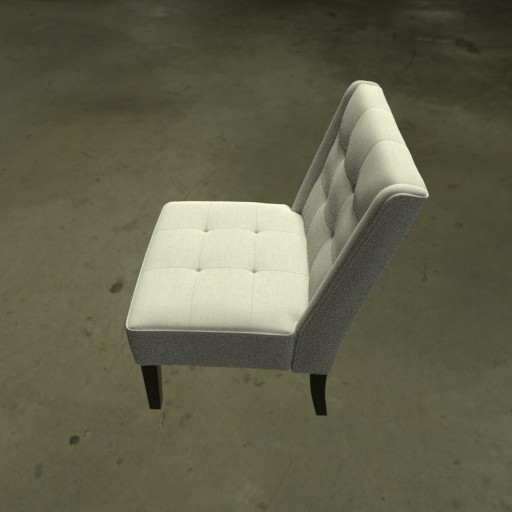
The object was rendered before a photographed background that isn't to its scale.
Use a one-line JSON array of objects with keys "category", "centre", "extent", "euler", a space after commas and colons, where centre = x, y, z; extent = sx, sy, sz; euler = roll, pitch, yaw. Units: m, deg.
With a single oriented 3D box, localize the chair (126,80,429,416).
[{"category": "chair", "centre": [0.000, 0.000, 1.314], "extent": [0.676, 0.853, 0.569], "euler": [1, 42, 1]}]
